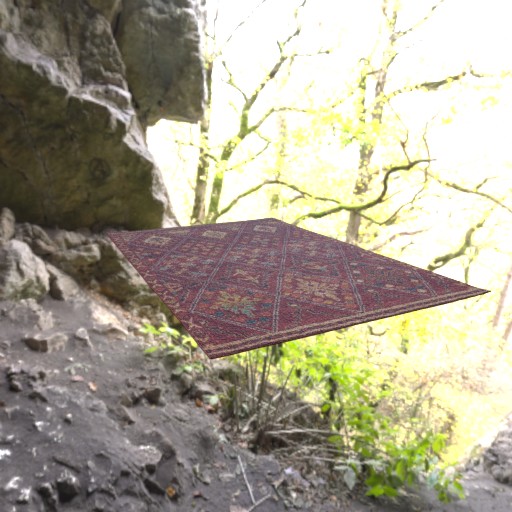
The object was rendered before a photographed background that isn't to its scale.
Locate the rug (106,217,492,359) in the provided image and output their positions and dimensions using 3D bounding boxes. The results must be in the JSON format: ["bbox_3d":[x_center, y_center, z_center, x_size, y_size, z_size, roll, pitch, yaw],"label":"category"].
[{"bbox_3d":[0.000,0.000,2.882,1.521,0.026,2.286,-8,17,-26],"label":"rug"}]
